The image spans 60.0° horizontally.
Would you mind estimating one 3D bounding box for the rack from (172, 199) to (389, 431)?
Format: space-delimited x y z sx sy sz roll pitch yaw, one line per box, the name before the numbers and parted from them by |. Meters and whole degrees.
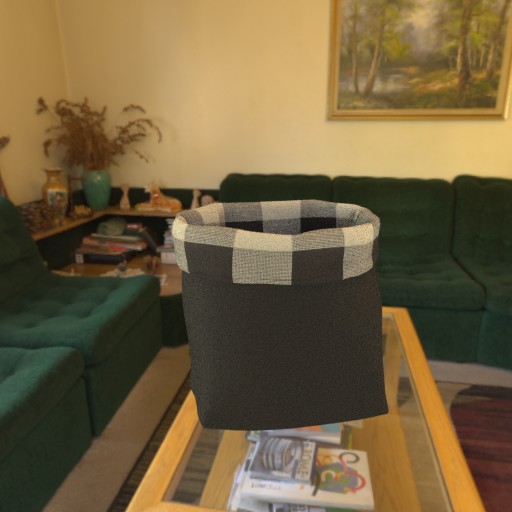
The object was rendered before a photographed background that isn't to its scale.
rack | 0.000 0.000 1.083 0.370 0.329 0.889 -2 17 -8
